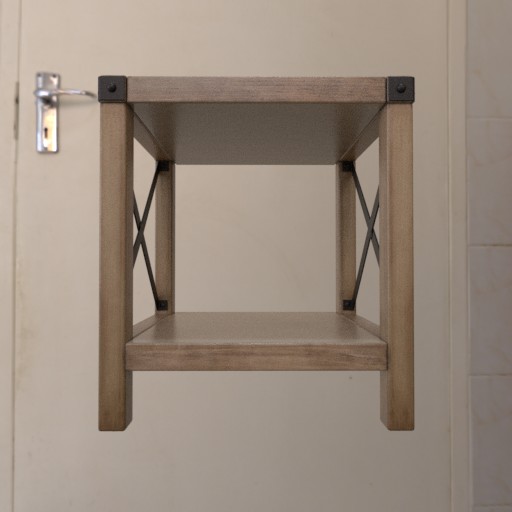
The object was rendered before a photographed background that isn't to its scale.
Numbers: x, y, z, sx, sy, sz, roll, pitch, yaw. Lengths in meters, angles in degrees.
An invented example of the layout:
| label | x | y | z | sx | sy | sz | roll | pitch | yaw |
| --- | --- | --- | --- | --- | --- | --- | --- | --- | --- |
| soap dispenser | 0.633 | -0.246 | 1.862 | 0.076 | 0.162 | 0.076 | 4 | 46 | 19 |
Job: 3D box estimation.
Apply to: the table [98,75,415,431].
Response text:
| label | x | y | z | sx | sy | sz | roll | pitch | yaw |
| --- | --- | --- | --- | --- | --- | --- | --- | --- | --- |
| table | 0.000 | 0.000 | 0.909 | 0.510 | 0.561 | 0.459 | 0 | -1 | 0 |
